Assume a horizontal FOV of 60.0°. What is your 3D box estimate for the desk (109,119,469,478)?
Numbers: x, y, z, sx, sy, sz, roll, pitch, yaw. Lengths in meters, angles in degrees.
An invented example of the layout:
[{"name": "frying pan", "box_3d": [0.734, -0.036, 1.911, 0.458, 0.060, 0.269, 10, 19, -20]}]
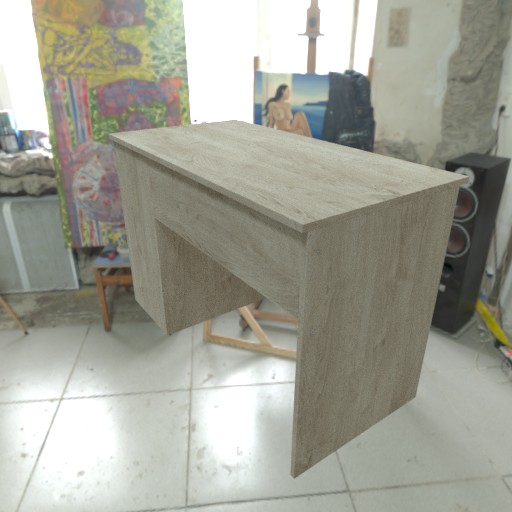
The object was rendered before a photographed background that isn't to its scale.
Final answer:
[{"name": "desk", "box_3d": [0.000, 0.000, 1.546, 0.560, 0.730, 1.096, -17, 31, -31]}]
